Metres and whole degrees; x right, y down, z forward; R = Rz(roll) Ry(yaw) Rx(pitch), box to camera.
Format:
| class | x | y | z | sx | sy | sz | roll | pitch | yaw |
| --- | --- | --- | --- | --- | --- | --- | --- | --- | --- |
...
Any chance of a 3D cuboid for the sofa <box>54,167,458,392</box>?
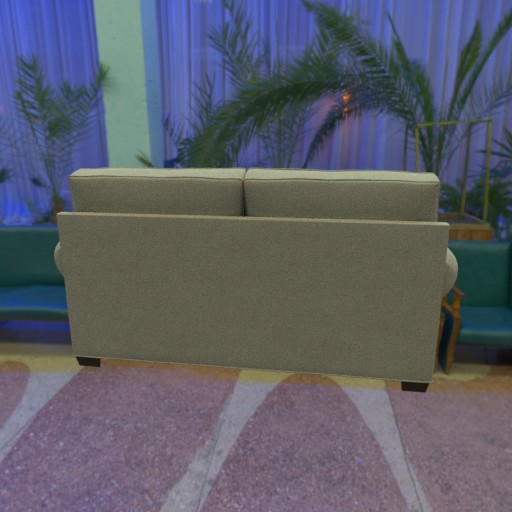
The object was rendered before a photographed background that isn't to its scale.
| class | x | y | z | sx | sy | sz | roll | pitch | yaw |
| --- | --- | --- | --- | --- | --- | --- | --- | --- | --- |
| sofa | 0.000 | 0.000 | 2.273 | 1.774 | 0.933 | 0.861 | 2 | 16 | 8 |
